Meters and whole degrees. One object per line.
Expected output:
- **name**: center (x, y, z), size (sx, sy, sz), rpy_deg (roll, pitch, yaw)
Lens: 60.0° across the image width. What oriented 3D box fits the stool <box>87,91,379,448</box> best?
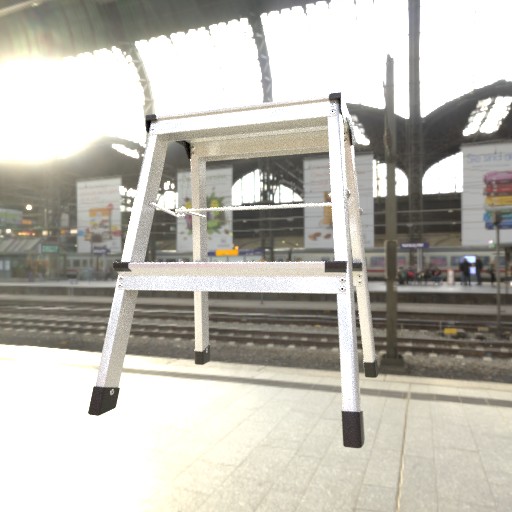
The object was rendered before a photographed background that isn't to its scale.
- **stool**: center (0.000, 0.000, 0.796), size (0.404, 0.480, 0.405), rpy_deg (0, -1, 18)
